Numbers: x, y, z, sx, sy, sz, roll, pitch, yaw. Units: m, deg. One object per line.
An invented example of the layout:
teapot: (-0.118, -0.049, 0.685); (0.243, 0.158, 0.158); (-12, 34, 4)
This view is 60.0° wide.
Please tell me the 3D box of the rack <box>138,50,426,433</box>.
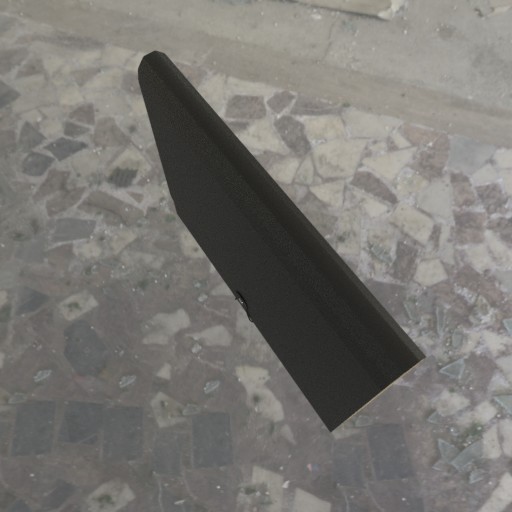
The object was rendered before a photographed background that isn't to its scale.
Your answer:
rack: (0.000, 0.000, 0.428); (0.041, 0.241, 0.330); (-31, 66, -15)
